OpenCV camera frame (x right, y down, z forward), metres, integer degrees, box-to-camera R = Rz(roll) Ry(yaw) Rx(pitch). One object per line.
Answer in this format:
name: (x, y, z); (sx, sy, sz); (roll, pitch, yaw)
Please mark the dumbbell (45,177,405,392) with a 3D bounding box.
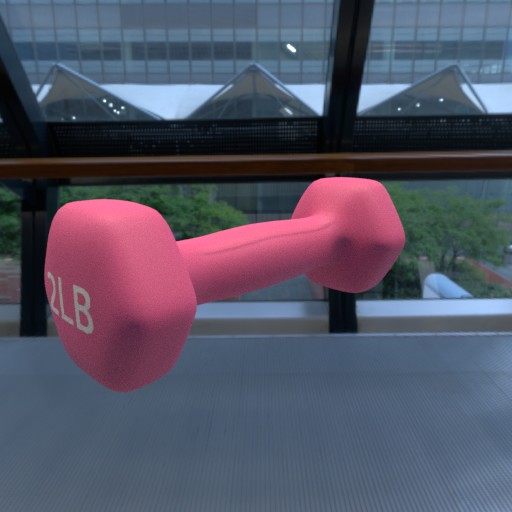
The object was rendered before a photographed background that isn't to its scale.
dumbbell: (0.000, 0.000, 0.170); (0.146, 0.053, 0.058); (-14, 20, -43)
